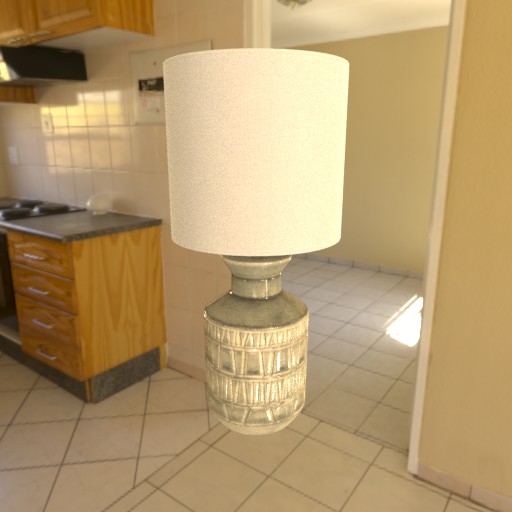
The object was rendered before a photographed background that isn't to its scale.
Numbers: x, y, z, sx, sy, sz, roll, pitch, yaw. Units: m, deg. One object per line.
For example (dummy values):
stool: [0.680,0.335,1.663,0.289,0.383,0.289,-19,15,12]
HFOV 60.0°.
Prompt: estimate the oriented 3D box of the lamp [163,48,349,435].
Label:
lamp: [0.000,0.000,0.571,0.211,0.455,0.211,7,16,25]
